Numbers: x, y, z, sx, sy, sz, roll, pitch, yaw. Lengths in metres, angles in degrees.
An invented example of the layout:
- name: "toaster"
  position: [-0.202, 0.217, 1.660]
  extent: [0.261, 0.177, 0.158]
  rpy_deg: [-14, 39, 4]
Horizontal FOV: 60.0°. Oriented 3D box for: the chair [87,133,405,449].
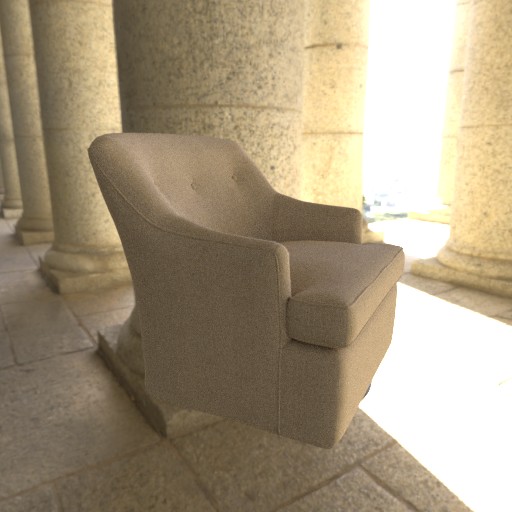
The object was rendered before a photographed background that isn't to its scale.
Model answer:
- name: "chair"
  position: [0.000, 0.000, 1.584]
  extent: [0.923, 0.856, 0.864]
  rpy_deg: [7, 15, 27]
